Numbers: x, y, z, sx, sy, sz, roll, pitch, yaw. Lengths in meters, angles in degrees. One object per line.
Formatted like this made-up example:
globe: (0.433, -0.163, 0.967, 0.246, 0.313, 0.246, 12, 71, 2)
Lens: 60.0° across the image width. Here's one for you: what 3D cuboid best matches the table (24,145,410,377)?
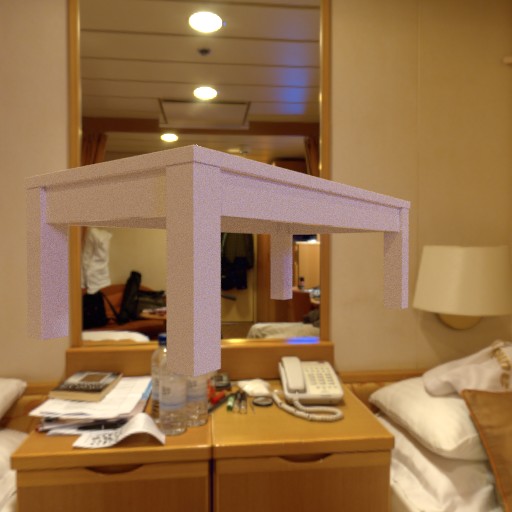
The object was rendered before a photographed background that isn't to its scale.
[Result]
table: (0.000, 0.000, 1.639, 0.700, 0.470, 1.350, 1, 1, 37)
